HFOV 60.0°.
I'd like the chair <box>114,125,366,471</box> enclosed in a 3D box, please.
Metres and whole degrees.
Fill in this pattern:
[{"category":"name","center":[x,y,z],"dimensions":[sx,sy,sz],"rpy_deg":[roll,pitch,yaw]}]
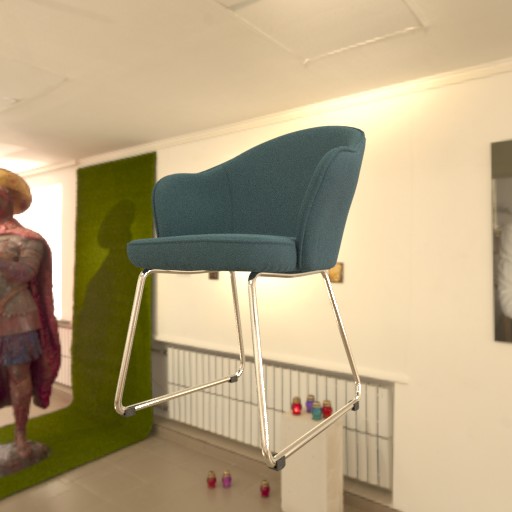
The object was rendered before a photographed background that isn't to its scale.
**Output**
[{"category":"chair","center":[0.000,0.000,1.189],"dimensions":[0.570,0.815,0.585],"rpy_deg":[0,0,37]}]
